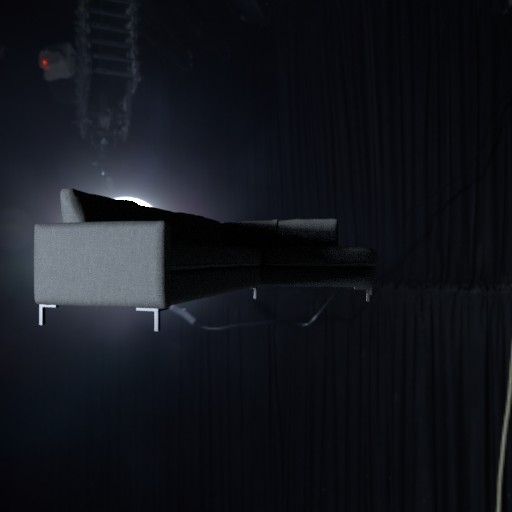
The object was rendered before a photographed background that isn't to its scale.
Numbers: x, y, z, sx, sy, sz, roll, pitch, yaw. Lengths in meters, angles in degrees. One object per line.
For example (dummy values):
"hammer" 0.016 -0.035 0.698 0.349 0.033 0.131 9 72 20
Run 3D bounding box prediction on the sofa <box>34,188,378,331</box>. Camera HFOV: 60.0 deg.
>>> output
"sofa" 0.000 0.000 3.842 1.984 0.858 2.972 0 0 16
